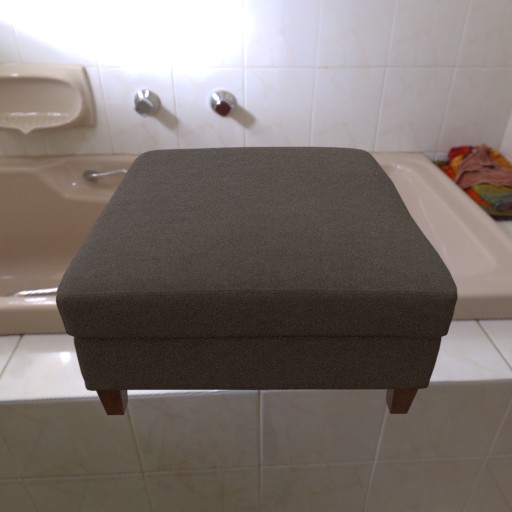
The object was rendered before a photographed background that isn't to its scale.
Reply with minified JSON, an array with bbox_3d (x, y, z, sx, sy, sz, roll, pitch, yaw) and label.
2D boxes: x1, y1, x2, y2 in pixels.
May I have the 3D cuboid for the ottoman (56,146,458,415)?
[{"bbox_3d":[0.000,0.000,1.369,0.861,0.482,0.881,0,32,0],"label":"ottoman"}]
